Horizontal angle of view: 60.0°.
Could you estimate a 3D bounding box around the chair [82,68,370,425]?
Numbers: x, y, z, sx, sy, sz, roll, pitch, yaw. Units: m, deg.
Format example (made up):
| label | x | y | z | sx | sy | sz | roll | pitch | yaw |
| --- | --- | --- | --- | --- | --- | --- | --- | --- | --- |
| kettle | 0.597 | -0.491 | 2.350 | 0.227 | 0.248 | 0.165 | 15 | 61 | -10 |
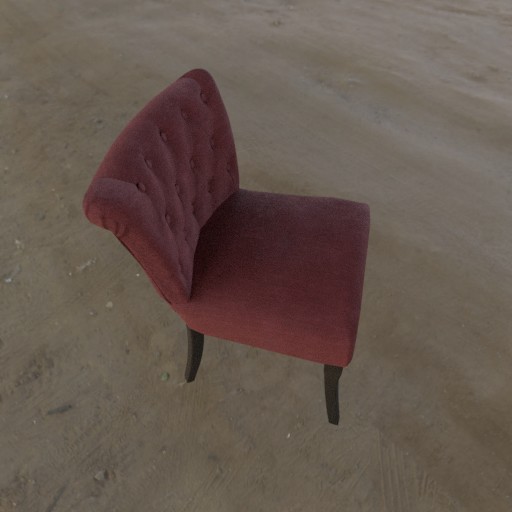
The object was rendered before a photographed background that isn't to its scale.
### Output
| label | x | y | z | sx | sy | sz | roll | pitch | yaw |
| --- | --- | --- | --- | --- | --- | --- | --- | --- | --- |
| chair | 0.000 | 0.000 | 1.197 | 0.605 | 0.750 | 0.582 | 10 | 47 | 10 |
